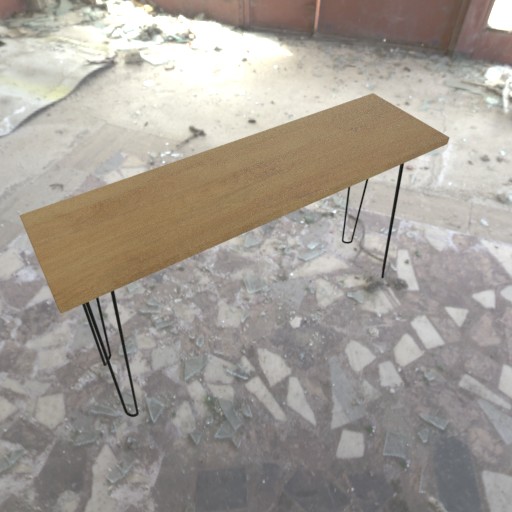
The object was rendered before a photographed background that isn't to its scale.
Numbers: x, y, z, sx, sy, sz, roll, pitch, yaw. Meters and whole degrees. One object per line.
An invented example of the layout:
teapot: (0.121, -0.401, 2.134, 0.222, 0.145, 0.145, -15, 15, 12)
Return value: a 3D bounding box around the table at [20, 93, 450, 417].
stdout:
table: (0.000, 0.000, 1.740, 1.400, 0.799, 0.399, -25, 52, -22)
